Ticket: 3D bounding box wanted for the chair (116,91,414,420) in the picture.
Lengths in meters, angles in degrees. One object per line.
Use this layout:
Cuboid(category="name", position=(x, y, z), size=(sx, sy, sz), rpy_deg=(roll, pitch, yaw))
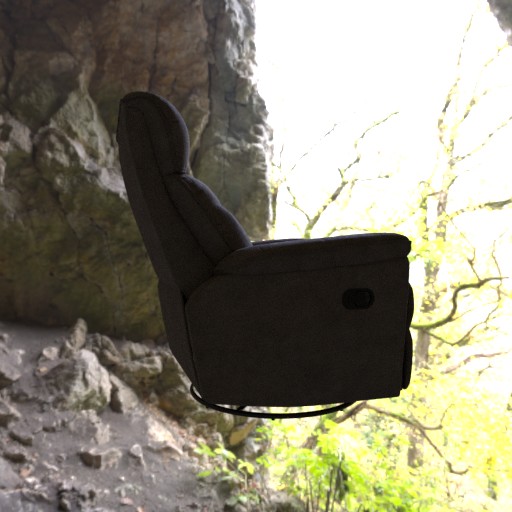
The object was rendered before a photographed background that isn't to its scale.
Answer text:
Cuboid(category="chair", position=(0.000, 0.000, 1.697), size=(1.009, 1.036, 0.830), rpy_deg=(0, 1, -19))
